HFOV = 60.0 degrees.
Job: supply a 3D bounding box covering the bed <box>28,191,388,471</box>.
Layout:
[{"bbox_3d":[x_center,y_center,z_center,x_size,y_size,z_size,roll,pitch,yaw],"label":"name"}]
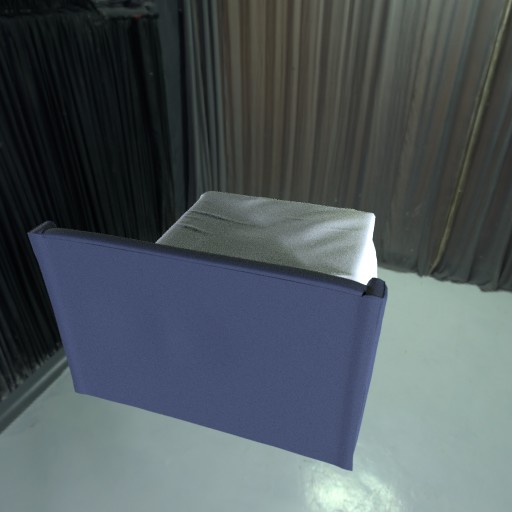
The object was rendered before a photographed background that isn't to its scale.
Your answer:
[{"bbox_3d":[0.000,0.000,3.405,1.925,1.332,2.276,10,34,15],"label":"bed"}]
